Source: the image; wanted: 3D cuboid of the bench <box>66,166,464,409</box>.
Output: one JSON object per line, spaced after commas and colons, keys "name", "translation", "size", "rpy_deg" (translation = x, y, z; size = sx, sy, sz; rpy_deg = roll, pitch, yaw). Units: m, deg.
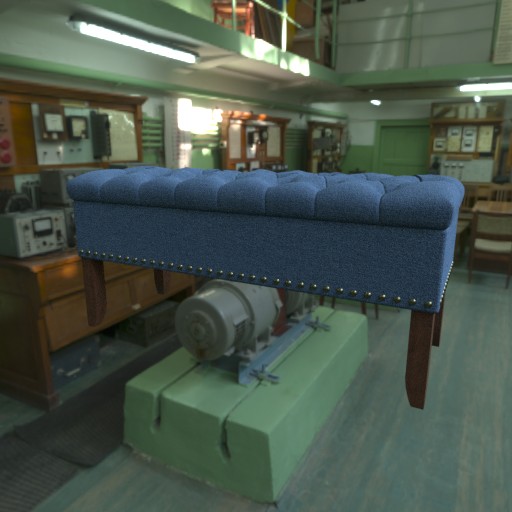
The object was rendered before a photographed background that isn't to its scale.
{"name": "bench", "translation": [0.000, 0.000, 1.293], "size": [1.052, 0.492, 0.417], "rpy_deg": [7, 16, 26]}
